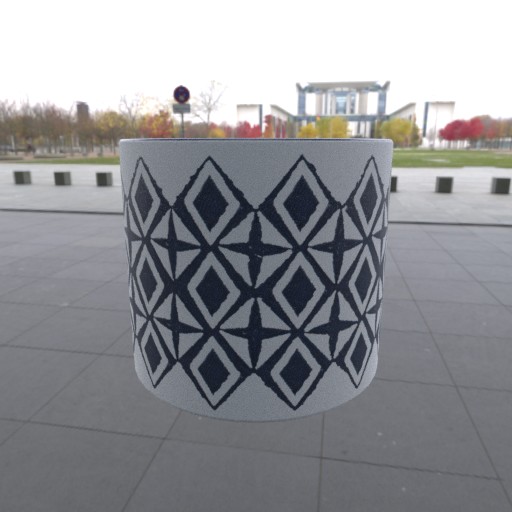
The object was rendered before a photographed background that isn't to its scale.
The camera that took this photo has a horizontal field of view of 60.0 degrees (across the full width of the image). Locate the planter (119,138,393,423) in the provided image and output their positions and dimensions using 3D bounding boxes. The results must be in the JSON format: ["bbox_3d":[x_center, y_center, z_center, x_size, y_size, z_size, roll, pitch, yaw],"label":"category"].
[{"bbox_3d":[0.000,0.000,0.400,0.224,0.203,0.224,0,14,0],"label":"planter"}]
